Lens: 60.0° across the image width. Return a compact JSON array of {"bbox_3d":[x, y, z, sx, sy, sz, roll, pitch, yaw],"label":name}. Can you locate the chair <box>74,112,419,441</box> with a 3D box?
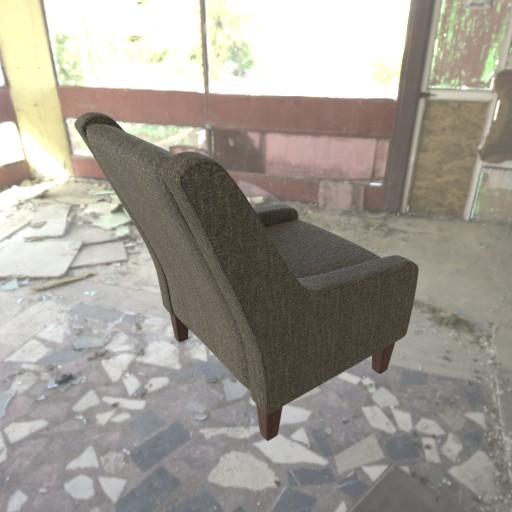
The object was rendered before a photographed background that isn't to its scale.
[{"bbox_3d":[0.000,0.000,1.647,0.944,1.012,0.793,-18,32,-31],"label":"chair"}]
